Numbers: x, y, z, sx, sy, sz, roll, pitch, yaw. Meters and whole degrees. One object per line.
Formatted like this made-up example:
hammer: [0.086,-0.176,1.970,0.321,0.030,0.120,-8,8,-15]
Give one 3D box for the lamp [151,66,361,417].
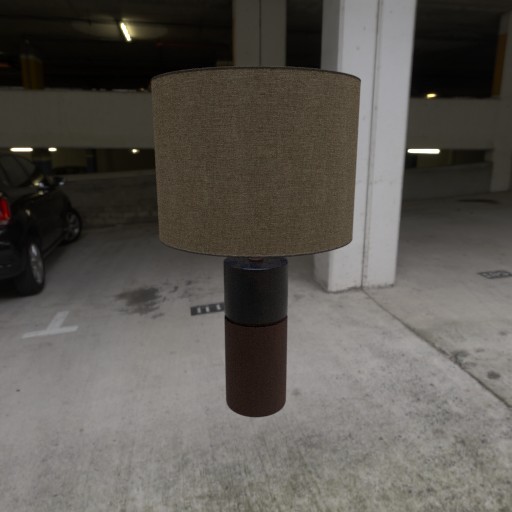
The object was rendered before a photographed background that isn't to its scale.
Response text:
lamp: [0.000,0.000,0.479,0.202,0.350,0.202,0,14,0]
